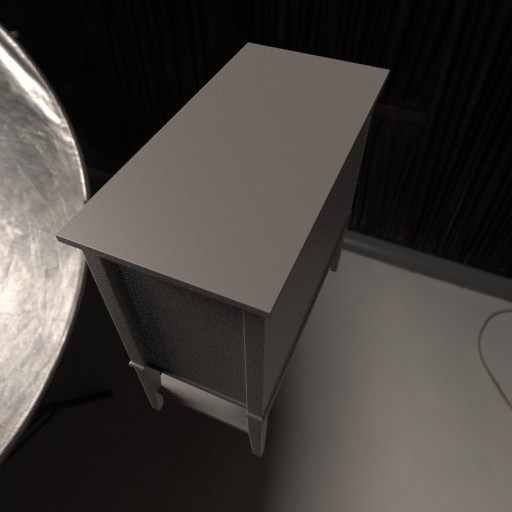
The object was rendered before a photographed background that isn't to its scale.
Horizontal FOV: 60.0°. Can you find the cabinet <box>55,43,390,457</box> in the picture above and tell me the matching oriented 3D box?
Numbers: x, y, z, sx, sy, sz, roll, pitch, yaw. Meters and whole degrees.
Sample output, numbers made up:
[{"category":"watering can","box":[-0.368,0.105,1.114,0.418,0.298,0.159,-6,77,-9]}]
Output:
[{"category":"cabinet","box":[0.000,0.000,1.234,0.396,0.780,0.801,18,52,15]}]
